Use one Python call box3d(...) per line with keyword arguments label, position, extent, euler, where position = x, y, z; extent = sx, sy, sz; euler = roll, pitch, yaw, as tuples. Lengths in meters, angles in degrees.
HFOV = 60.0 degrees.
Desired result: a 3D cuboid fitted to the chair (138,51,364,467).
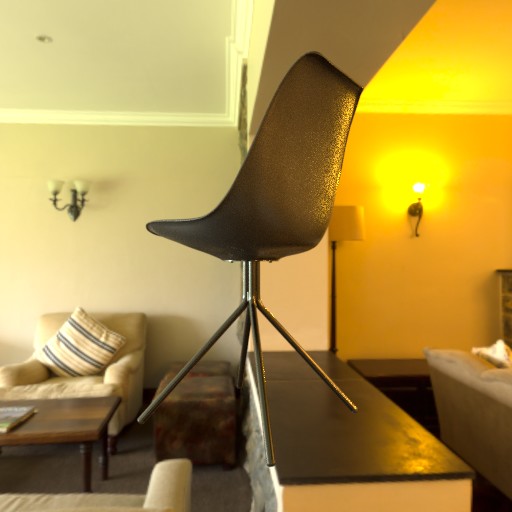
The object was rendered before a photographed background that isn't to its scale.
box3d(label="chair", position=(0.000, 0.000, 1.159), extent=(0.525, 0.850, 0.461), euler=(-1, -1, 37))
